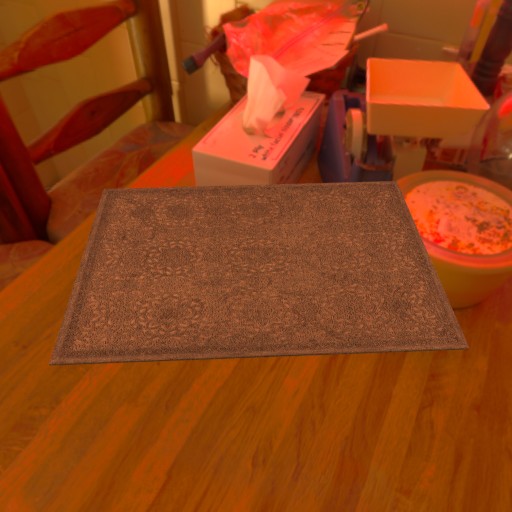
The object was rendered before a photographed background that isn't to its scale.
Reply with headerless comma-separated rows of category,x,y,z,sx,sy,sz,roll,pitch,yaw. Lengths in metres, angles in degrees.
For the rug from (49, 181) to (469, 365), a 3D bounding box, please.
rug,0.000,0.000,2.336,1.819,0.012,1.208,-2,46,-2
